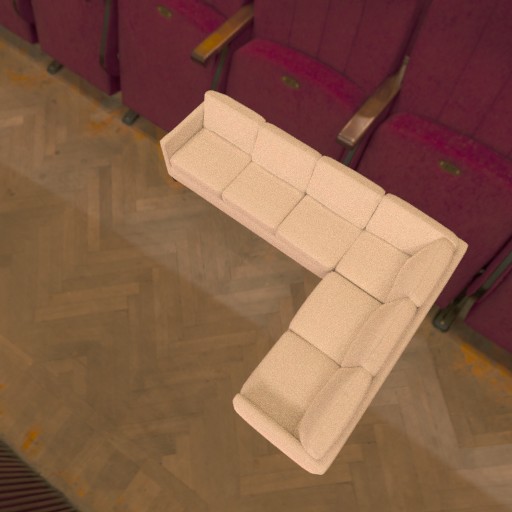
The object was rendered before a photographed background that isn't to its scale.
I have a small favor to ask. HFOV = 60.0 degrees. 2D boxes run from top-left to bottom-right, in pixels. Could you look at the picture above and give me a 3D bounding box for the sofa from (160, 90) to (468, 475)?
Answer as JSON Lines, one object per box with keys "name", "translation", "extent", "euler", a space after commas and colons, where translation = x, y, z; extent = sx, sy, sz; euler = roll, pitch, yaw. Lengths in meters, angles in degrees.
{"name": "sofa", "translation": [0.000, 0.000, 4.509], "extent": [3.302, 0.947, 2.593], "euler": [35, 69, 15]}
